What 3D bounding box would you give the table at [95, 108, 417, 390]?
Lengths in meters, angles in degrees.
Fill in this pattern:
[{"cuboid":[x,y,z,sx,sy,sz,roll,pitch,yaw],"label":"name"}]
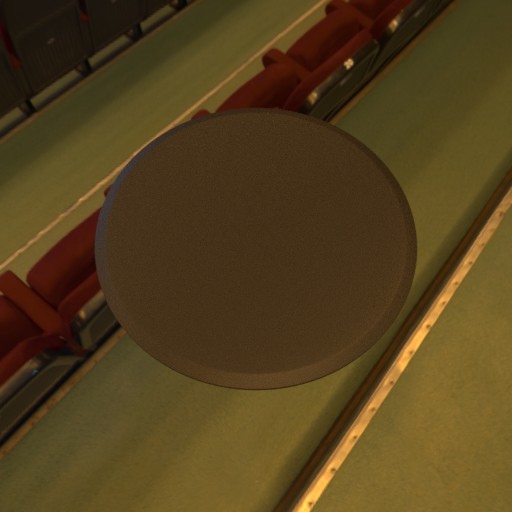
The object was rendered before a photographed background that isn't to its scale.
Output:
[{"cuboid":[0.000,0.000,1.422,0.900,0.400,0.900,0,63,0],"label":"table"}]
